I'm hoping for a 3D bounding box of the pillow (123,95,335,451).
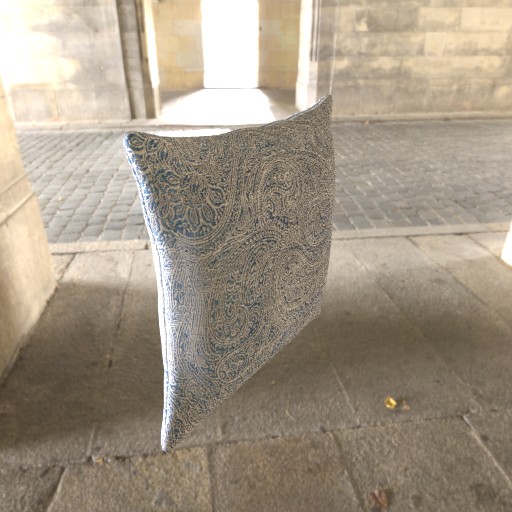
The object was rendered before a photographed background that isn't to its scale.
[{"bbox_3d":[0.000,0.000,0.802,0.166,0.510,0.523,17,31,32],"label":"pillow"}]
